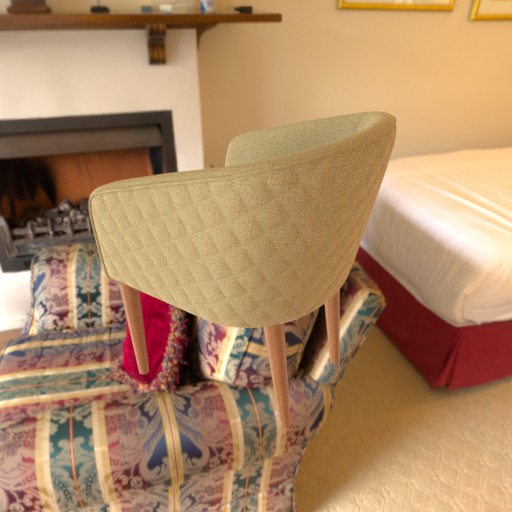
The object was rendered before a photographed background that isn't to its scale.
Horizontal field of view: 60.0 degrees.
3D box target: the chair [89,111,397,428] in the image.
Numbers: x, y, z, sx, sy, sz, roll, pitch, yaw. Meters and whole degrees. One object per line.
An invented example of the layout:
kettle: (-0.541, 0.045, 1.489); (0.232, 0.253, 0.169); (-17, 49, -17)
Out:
chair: (0.000, 0.000, 1.206); (0.616, 0.775, 0.584); (20, 36, 30)
